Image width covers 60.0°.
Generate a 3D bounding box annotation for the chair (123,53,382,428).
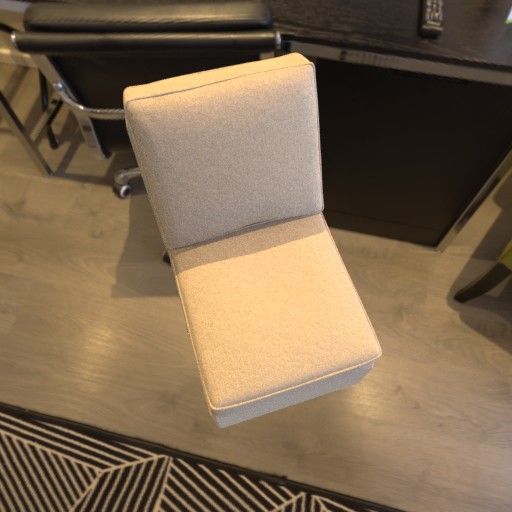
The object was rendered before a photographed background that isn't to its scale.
[{"bbox_3d":[0.000,0.000,1.691,0.674,1.058,1.020,-15,63,-8],"label":"chair"}]
